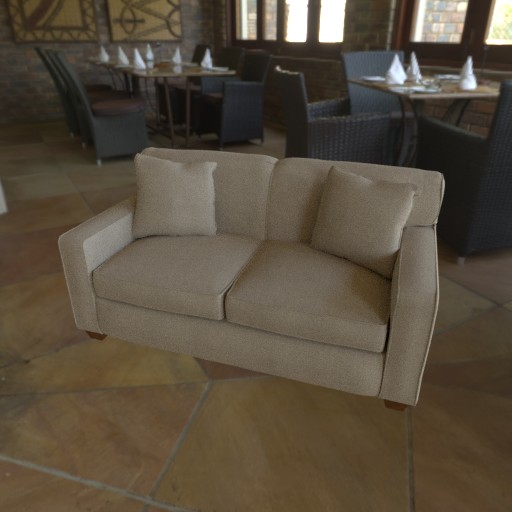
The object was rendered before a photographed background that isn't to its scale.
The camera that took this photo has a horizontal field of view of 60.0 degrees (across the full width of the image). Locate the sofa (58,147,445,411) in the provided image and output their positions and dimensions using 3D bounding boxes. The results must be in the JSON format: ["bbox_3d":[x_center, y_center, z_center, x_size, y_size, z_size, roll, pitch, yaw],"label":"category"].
[{"bbox_3d":[0.000,0.000,2.451,1.846,0.958,0.998,9,28,17],"label":"sofa"}]
